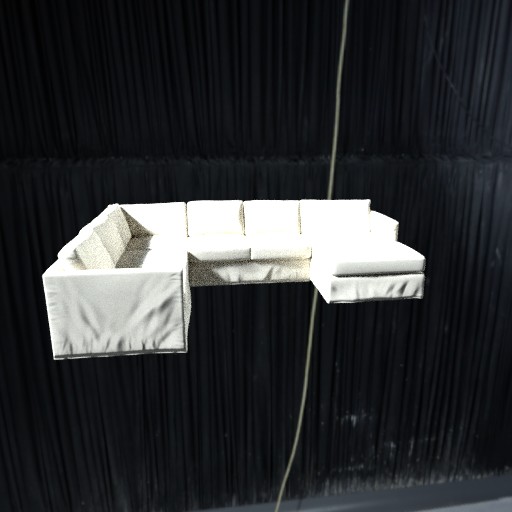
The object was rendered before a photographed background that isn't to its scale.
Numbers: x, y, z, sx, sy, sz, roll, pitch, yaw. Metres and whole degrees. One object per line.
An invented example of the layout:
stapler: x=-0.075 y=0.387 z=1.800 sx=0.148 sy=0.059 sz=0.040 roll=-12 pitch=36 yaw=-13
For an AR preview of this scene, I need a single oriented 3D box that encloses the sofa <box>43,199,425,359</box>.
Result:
sofa: x=0.000 y=0.000 z=4.638 sx=3.460 sy=0.882 sz=2.427 roll=-2 pitch=16 yaw=-8
